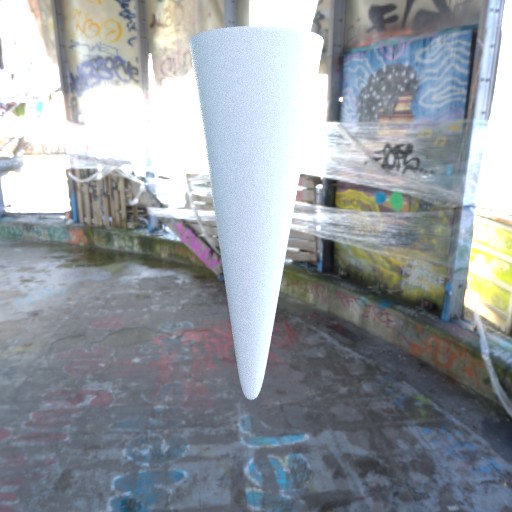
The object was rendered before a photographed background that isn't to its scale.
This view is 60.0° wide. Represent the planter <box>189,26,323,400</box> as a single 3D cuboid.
[{"bbox_3d":[0.000,0.000,0.219,0.057,0.193,0.064,-2,16,-7],"label":"planter"}]
